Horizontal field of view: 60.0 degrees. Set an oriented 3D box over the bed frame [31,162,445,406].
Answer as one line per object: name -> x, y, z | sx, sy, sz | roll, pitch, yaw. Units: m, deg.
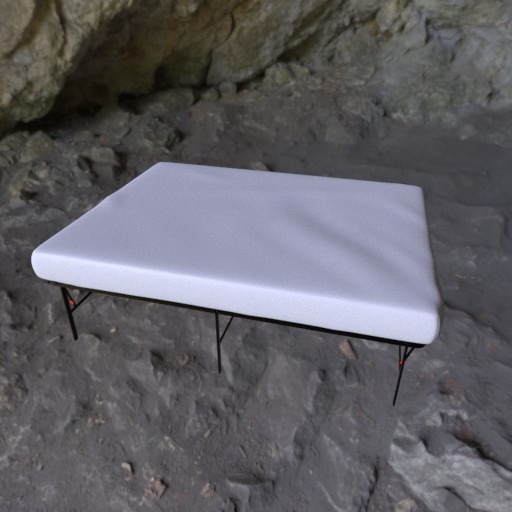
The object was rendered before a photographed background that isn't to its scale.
bed frame -> 0.000, 0.000, 2.905 | 2.151, 0.667, 1.584 | 8, 31, 13
